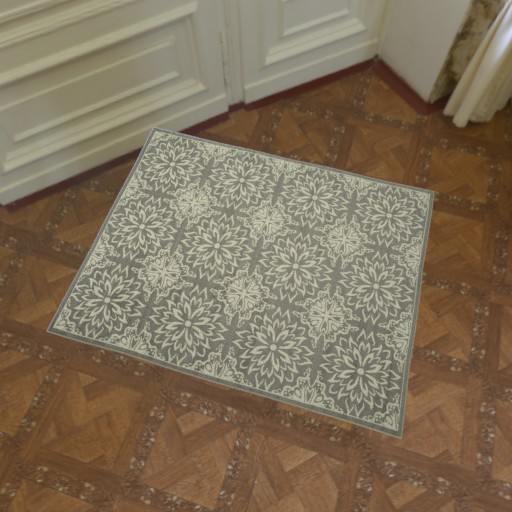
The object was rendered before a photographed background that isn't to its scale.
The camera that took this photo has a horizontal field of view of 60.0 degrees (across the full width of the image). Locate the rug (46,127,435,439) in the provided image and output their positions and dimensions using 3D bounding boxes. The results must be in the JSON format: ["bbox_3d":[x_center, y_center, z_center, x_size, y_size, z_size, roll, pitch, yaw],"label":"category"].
[{"bbox_3d":[0.000,0.000,4.043,2.980,0.012,2.363,15,64,7],"label":"rug"}]
